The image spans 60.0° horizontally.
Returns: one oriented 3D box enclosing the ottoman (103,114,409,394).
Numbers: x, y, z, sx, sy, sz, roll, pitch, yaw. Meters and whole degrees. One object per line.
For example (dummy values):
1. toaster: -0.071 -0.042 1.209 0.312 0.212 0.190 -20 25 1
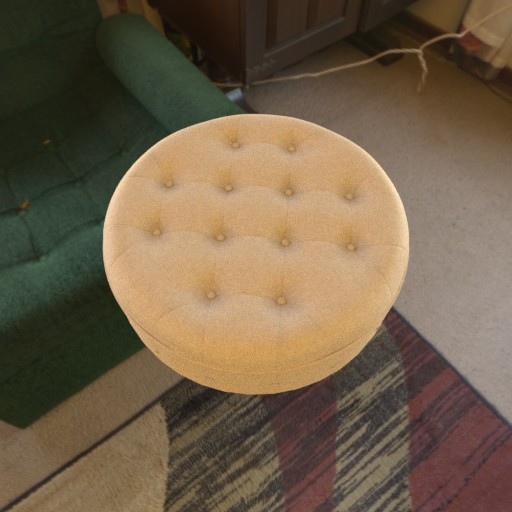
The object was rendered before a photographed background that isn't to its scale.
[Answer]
1. ottoman: 0.000 0.000 1.387 0.849 0.478 0.849 0 58 0
